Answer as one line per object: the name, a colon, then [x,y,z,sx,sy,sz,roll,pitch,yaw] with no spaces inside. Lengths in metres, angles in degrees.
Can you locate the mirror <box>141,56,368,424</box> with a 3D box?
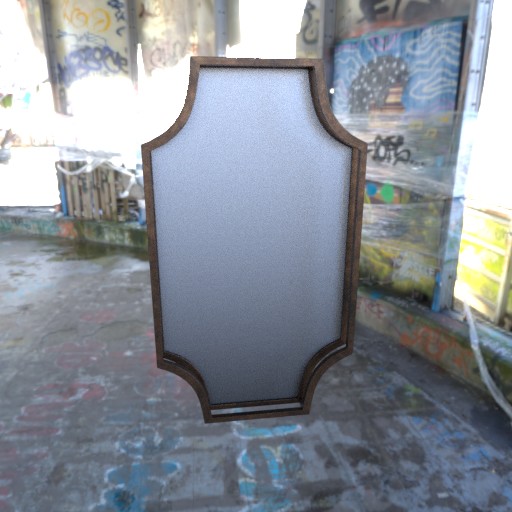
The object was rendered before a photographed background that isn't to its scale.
mirror: [0.000,0.000,0.994,0.462,0.811,0.066,-2,17,-8]
